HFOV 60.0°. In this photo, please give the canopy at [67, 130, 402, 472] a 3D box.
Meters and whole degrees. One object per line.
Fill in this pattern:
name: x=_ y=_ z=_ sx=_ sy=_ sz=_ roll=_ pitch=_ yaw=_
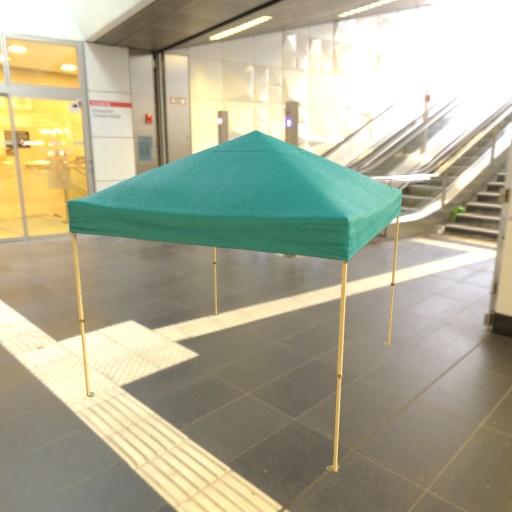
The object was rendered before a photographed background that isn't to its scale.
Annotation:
canopy: x=0.000 y=0.000 z=5.483 sx=2.998 sy=2.997 sz=2.996 roll=6 pitch=15 yaw=25
